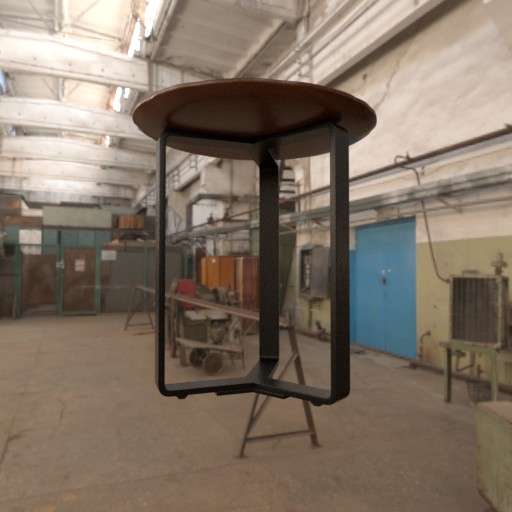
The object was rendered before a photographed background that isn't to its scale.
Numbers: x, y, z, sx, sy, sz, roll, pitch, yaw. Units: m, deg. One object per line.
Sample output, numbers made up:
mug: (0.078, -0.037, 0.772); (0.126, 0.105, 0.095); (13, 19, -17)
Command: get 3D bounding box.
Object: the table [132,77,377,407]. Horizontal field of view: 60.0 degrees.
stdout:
table: (0.000, 0.000, 0.757); (0.410, 0.450, 0.380); (1, -1, -20)
